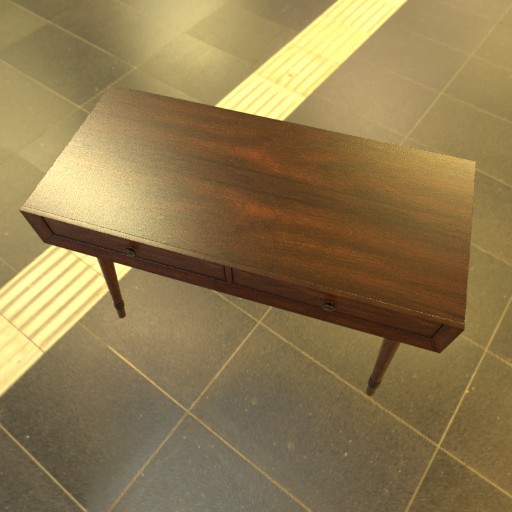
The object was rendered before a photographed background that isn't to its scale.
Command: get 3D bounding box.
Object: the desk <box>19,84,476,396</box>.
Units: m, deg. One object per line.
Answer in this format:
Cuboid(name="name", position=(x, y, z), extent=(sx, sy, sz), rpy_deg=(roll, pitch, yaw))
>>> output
Cuboid(name="desk", position=(0.000, 0.000, 2.112), extent=(1.577, 1.031, 0.734), rpy_deg=(15, 60, 9))
